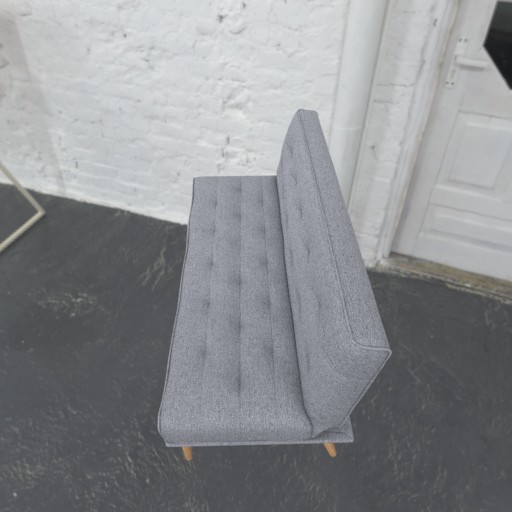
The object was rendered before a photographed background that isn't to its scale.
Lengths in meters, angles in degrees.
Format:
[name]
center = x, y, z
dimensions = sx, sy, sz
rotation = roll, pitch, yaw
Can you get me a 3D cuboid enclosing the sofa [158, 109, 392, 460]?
[sofa]
center = 0.000, 0.000, 2.306
dimensions = 0.810, 0.830, 1.820
rotation = -1, 41, -1
